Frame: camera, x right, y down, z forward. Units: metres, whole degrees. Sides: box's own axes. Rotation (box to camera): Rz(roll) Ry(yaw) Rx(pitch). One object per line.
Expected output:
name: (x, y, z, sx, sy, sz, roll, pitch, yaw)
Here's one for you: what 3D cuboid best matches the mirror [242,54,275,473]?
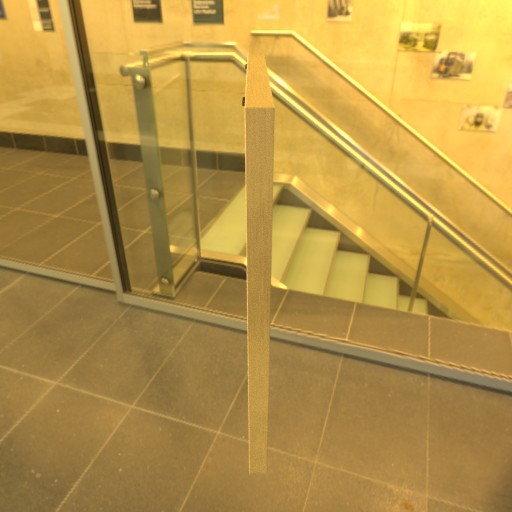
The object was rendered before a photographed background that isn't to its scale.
mirror: (0.000, 0.000, 0.920, 0.040, 0.710, 0.507, 0, 31, 0)
